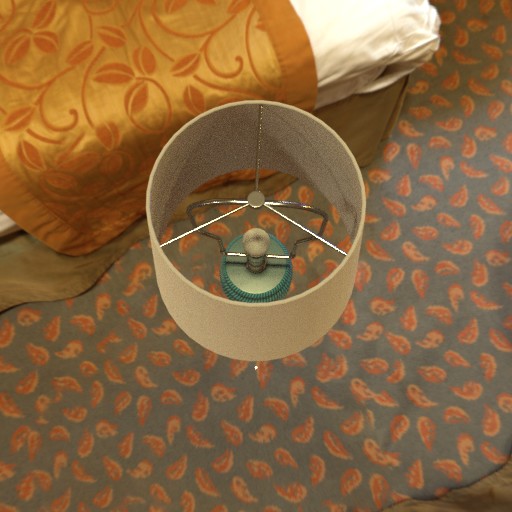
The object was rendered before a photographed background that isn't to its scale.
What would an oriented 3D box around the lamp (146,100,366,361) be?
[{"bbox_3d":[0.000,0.000,0.550,0.254,0.392,0.254,0,76,0],"label":"lamp"}]
